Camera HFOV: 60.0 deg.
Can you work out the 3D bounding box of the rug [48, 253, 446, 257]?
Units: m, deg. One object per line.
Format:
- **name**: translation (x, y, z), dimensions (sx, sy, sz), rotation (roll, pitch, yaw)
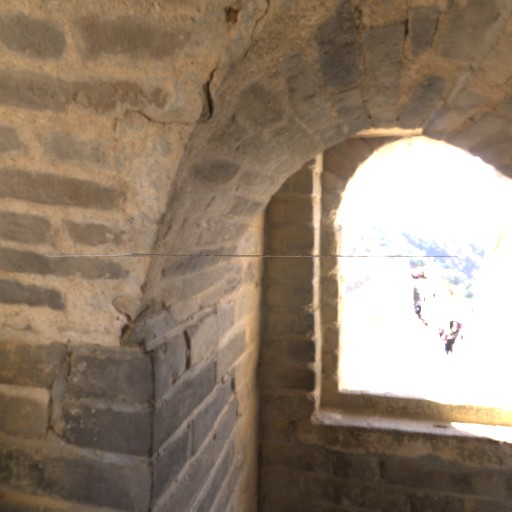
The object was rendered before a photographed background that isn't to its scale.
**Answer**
- **rug**: translation (0.000, 0.000, 2.334), dimensions (1.813, 0.008, 1.223), rotation (0, 0, -36)
